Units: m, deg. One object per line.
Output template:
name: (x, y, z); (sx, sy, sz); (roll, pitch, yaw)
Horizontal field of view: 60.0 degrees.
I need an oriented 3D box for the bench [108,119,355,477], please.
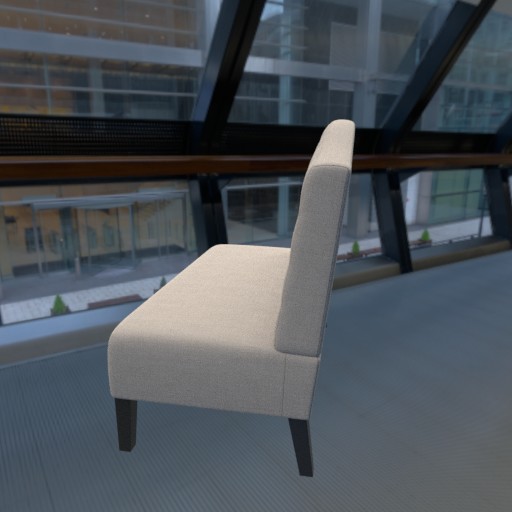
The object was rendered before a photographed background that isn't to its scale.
bench: (0.000, 0.000, 2.019); (0.815, 1.180, 1.335); (3, 15, 11)
